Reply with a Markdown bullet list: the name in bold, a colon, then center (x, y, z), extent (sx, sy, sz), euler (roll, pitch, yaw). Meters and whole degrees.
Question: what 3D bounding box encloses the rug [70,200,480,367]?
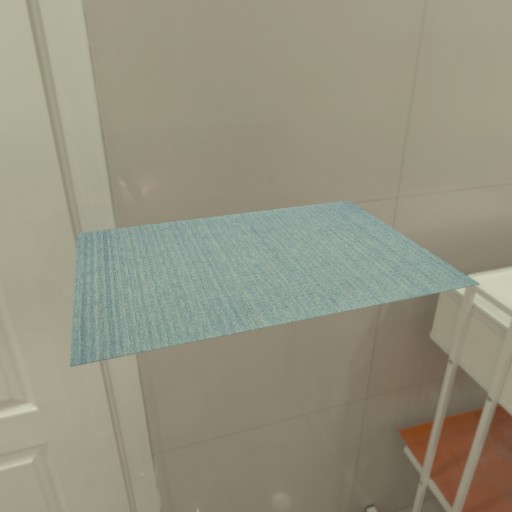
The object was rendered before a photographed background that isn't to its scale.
- **rug**: center (0.000, 0.000, 3.765), extent (2.895, 0.006, 1.982), euler (-9, 28, -17)
